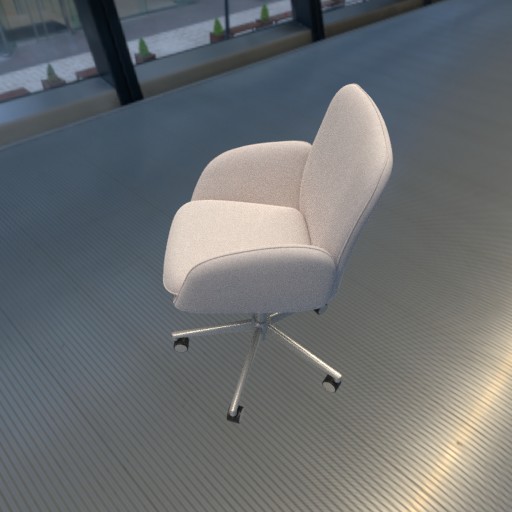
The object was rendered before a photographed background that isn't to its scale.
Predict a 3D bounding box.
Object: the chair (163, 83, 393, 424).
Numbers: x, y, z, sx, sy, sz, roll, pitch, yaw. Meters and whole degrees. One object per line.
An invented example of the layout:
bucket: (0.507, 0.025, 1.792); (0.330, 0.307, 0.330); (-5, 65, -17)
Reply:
chair: (0.000, 0.000, 1.408); (0.633, 0.959, 0.648); (-1, 42, -1)
